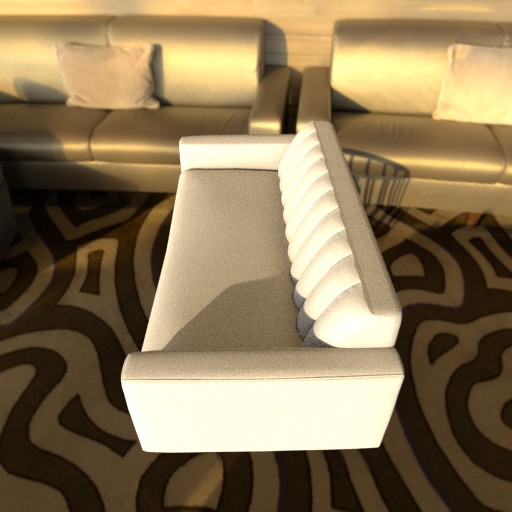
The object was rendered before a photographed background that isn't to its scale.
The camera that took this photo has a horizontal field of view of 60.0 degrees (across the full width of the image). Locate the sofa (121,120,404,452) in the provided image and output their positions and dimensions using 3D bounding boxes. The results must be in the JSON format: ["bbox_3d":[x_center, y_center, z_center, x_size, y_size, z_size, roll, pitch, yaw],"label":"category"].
[{"bbox_3d":[0.000,0.000,2.322,0.969,0.814,1.895,-1,40,-1],"label":"sofa"}]
